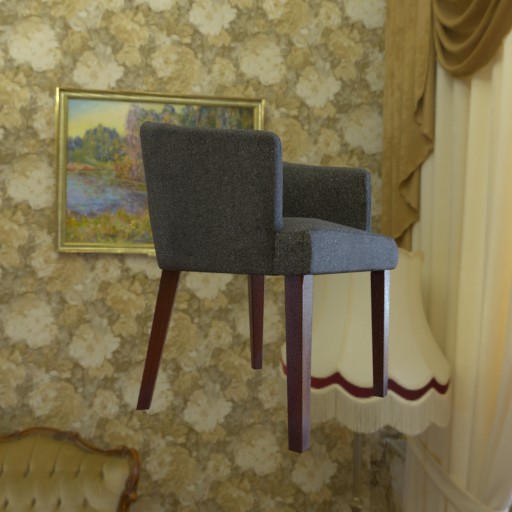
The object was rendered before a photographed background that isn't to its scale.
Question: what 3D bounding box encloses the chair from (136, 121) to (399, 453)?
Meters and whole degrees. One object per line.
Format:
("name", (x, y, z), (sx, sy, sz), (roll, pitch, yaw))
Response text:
("chair", (0.000, 0.000, 1.276), (0.655, 0.811, 0.583), (0, 0, 36))
